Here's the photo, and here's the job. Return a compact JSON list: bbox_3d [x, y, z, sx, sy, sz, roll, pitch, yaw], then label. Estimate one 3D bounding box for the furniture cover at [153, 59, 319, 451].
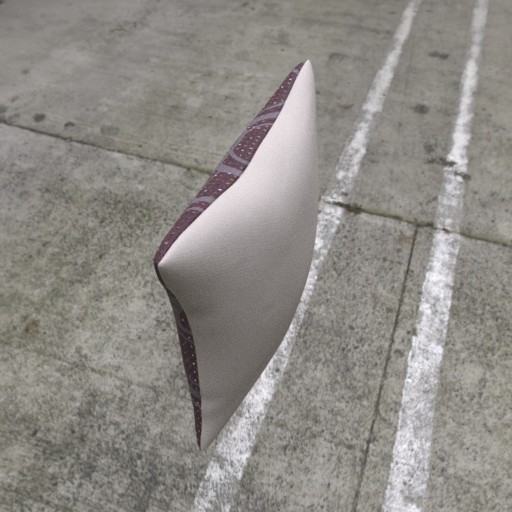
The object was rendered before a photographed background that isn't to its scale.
[{"bbox_3d":[0.000,0.000,0.810,0.193,0.509,0.552,15,48,14],"label":"furniture cover"}]
